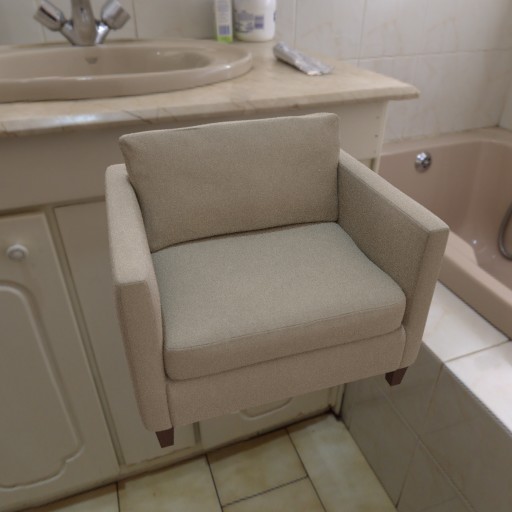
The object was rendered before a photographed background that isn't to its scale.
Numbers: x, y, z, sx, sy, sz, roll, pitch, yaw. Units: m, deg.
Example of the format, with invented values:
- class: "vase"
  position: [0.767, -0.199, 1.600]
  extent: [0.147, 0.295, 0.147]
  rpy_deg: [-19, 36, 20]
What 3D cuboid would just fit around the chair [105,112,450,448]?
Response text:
- class: "chair"
  position: [0.000, 0.000, 1.820]
  extent: [1.107, 0.961, 0.959]
  rpy_deg: [-10, 34, -15]
